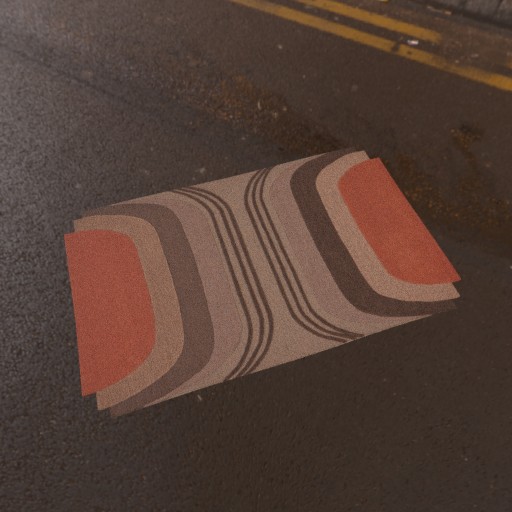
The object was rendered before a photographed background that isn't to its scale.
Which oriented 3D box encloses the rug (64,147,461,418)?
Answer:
[{"bbox_3d":[0.000,0.000,3.006,2.446,0.017,1.530,-15,58,-10],"label":"rug"}]
